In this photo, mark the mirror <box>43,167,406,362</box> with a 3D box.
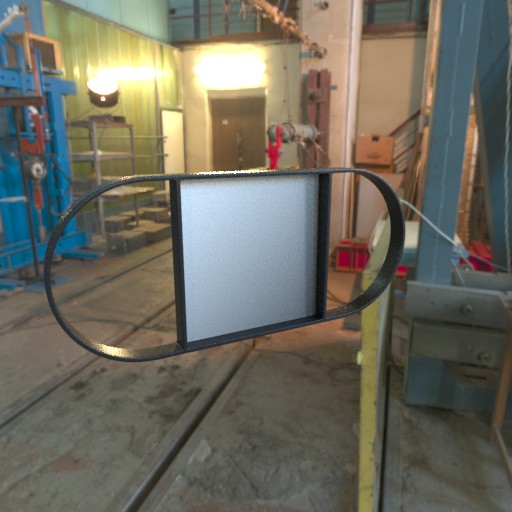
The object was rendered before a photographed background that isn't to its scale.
[{"bbox_3d":[0.000,0.000,0.674,0.584,0.254,0.032,-8,17,-26],"label":"mirror"}]
